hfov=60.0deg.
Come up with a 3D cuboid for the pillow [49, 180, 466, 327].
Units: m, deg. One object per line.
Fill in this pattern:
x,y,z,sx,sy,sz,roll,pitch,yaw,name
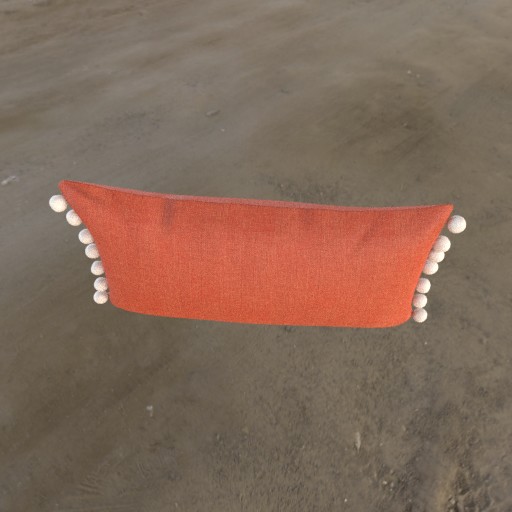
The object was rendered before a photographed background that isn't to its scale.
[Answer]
0.000,0.000,0.843,0.709,0.322,0.201,3,46,3,pillow
